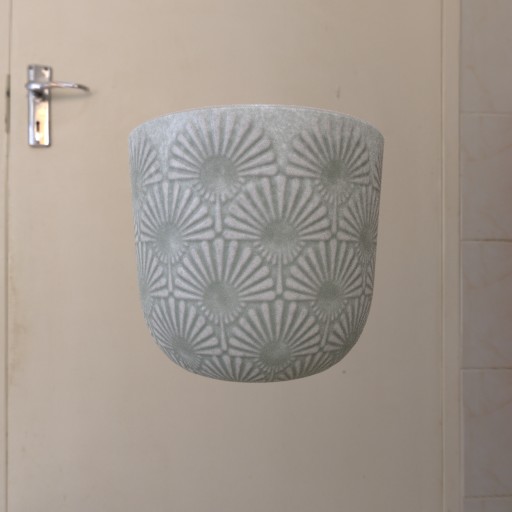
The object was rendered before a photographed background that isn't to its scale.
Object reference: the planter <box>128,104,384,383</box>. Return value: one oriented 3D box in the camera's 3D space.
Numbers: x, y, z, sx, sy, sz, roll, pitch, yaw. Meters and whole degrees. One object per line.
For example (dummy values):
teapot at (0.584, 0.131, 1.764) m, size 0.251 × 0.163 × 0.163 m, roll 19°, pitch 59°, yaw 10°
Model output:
planter at (0.000, 0.000, 0.305) m, size 0.170 × 0.152 × 0.170 m, roll 0°, pitch 0°, yaw 0°
